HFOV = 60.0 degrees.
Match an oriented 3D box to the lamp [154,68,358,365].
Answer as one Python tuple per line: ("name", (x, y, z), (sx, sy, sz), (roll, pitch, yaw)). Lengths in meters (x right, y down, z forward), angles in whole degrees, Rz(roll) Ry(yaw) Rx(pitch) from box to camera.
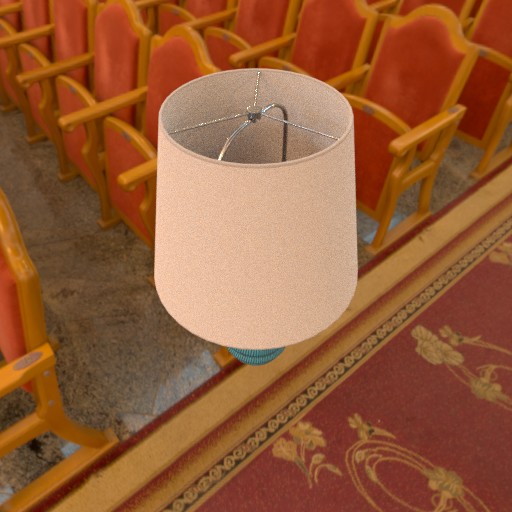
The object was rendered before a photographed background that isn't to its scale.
("lamp", (0.000, 0.000, 0.552), (0.254, 0.392, 0.254), (0, 46, 0))
